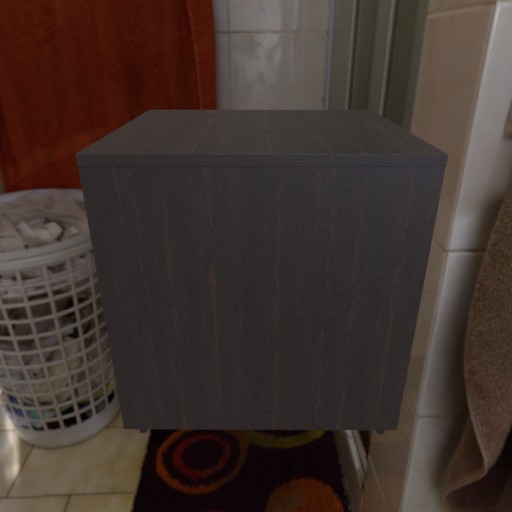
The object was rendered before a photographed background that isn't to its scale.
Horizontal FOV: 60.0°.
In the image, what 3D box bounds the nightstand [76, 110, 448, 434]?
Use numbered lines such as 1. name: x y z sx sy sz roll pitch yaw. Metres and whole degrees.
1. nightstand: 0.000 0.000 0.809 0.461 0.460 0.400 0 25 0
